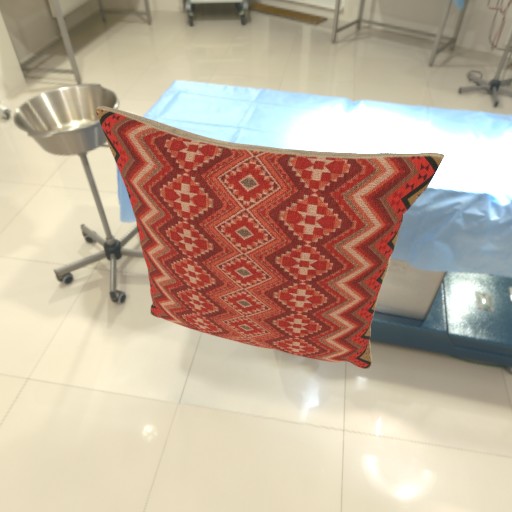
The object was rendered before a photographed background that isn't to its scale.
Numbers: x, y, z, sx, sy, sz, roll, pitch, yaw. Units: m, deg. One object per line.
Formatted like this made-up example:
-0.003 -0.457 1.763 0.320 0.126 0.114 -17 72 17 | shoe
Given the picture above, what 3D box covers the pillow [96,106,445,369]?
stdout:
0.000 0.000 0.807 0.513 0.511 0.158 12 45 12 | pillow
